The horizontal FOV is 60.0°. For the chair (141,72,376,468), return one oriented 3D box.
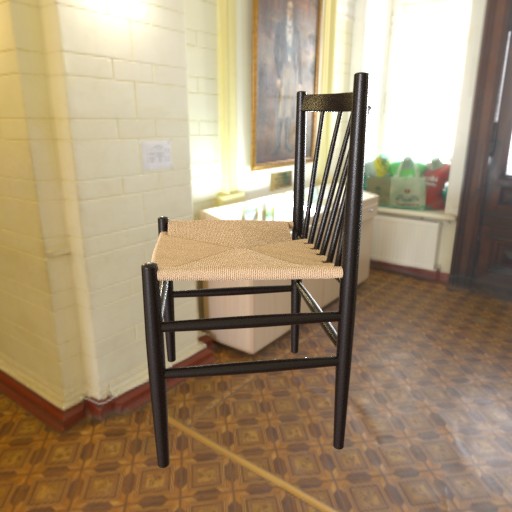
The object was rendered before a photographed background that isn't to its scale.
[{"bbox_3d":[0.000,0.000,1.119,0.516,0.818,0.495,-2,17,-8],"label":"chair"}]
